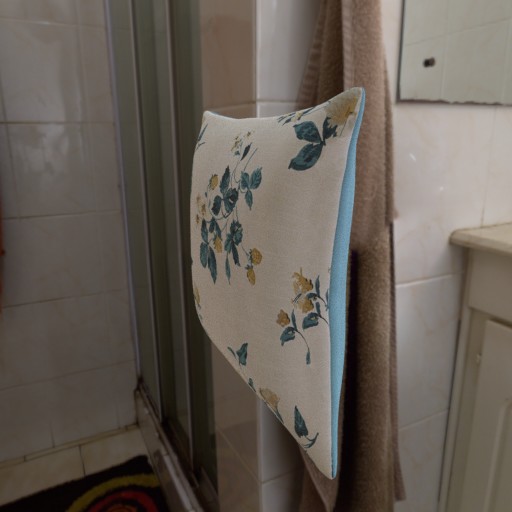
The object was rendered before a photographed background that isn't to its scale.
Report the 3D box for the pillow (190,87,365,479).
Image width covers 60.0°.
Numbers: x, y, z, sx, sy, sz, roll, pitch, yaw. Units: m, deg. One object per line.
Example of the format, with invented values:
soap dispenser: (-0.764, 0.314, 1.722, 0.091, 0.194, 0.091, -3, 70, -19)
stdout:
pillow: (0.000, 0.000, 0.772, 0.166, 0.507, 0.526, -7, 17, -24)
